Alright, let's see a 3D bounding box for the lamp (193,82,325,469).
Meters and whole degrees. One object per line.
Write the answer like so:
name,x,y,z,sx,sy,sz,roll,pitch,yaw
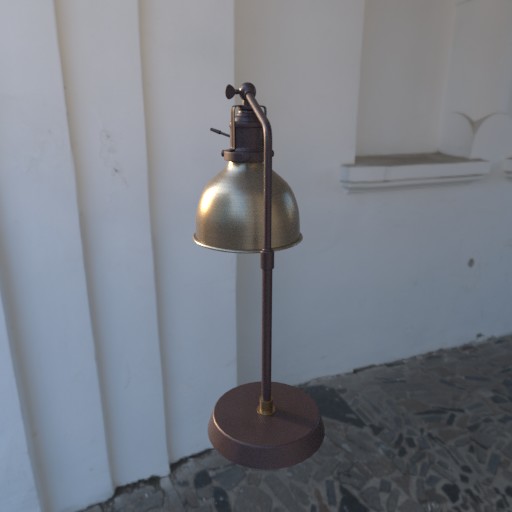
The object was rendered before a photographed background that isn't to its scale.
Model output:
lamp,0.000,0.000,0.627,0.175,0.469,0.298,-2,16,-8
